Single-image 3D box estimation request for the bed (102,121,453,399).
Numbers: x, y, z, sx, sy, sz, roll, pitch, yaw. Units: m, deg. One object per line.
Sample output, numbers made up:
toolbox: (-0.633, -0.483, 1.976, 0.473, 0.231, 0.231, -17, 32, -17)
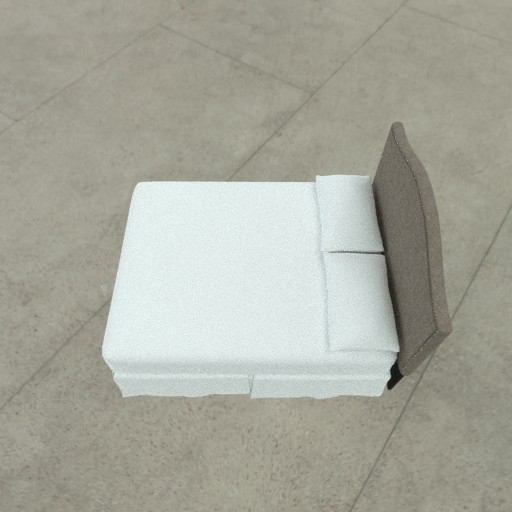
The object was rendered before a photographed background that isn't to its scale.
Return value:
bed: (0.000, 0.000, 3.287, 2.153, 1.518, 1.713, 0, 58, 0)
